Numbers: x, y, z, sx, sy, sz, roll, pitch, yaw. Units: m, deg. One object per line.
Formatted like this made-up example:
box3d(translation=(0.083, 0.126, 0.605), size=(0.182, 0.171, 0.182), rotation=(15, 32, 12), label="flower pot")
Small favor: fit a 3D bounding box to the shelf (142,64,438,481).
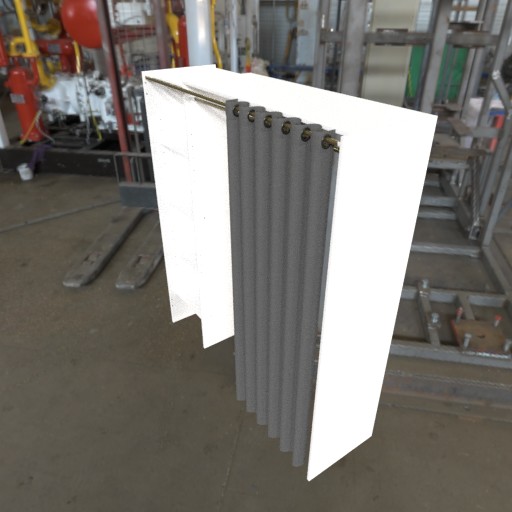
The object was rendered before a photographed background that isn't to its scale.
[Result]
box3d(translation=(0.000, 0.000, 2.524), size=(0.500, 1.810, 1.600), rotation=(-20, 36, -30), label="shelf")
